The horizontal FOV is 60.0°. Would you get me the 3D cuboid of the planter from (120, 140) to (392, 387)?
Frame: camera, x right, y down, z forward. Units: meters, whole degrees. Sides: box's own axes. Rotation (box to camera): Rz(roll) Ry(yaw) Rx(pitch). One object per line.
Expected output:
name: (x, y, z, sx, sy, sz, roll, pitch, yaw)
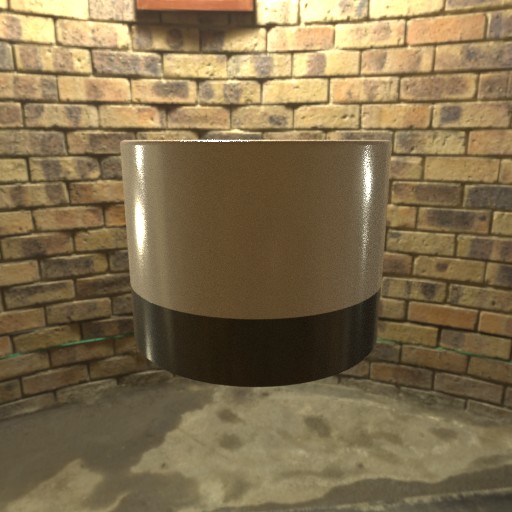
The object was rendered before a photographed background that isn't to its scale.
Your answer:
planter: (0.000, 0.000, 0.350, 0.193, 0.177, 0.193, 0, 15, 0)
